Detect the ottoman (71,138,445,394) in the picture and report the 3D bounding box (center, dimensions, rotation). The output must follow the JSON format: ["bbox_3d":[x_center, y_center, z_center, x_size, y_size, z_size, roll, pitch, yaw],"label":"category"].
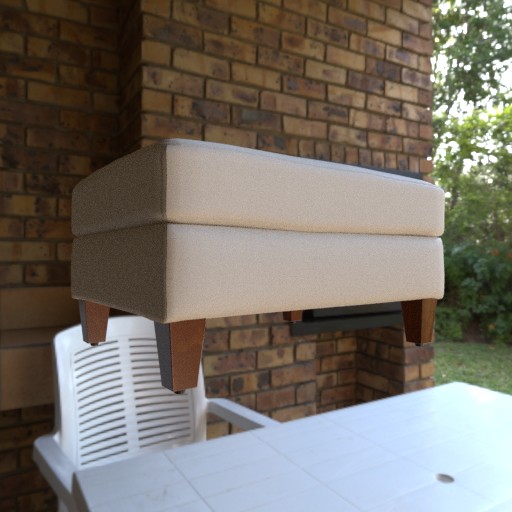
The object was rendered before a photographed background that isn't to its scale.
[{"bbox_3d":[0.000,0.000,1.185,0.818,0.479,0.634,0,0,-36],"label":"ottoman"}]
